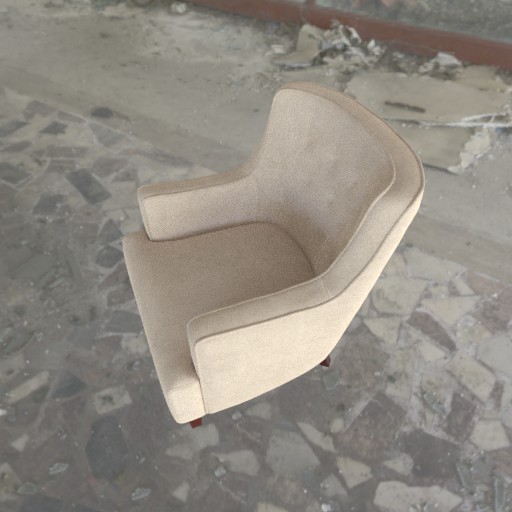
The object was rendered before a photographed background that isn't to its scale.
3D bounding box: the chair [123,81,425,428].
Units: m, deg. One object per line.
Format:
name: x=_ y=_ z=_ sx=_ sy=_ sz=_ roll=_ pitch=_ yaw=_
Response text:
chair: x=0.000 y=0.000 z=1.635 sx=0.910 sy=0.920 sz=0.781 roll=-17 pitch=49 yaw=-15
